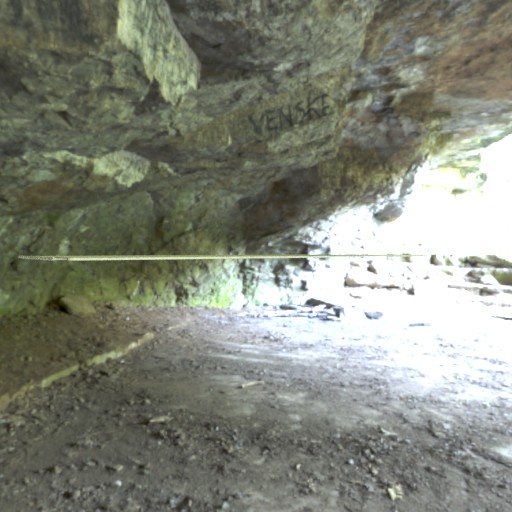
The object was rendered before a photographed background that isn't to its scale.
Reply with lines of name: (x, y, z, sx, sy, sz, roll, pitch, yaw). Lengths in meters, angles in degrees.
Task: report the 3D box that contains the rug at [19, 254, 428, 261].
rug: (0.000, 0.000, 2.787, 2.544, 0.015, 0.795, 0, 1, -37)
